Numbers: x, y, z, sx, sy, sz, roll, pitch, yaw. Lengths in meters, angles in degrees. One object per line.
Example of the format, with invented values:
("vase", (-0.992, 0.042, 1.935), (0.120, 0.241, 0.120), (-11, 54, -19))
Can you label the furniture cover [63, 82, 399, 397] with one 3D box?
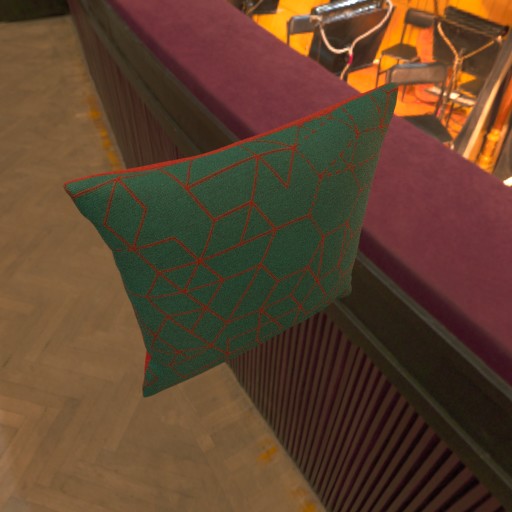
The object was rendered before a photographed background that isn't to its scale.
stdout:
("furniture cover", (0.000, 0.000, 0.777), (0.517, 0.508, 0.158), (-24, 50, -21))
